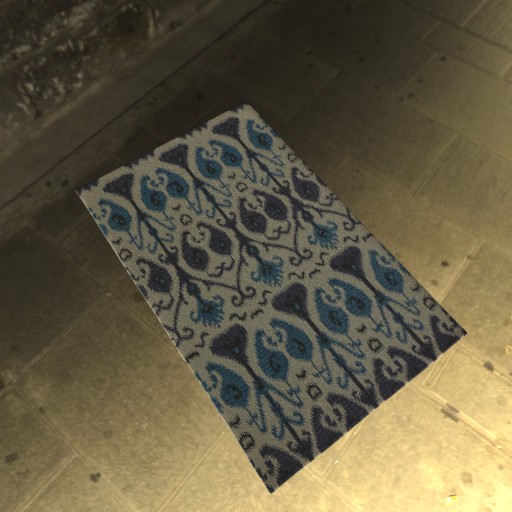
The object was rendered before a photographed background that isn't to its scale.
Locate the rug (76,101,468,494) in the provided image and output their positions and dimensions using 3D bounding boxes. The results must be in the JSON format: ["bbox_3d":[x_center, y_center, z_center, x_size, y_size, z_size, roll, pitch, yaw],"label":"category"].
[{"bbox_3d":[0.000,0.000,2.107,1.072,0.013,1.698,-33,68,-15],"label":"rug"}]
